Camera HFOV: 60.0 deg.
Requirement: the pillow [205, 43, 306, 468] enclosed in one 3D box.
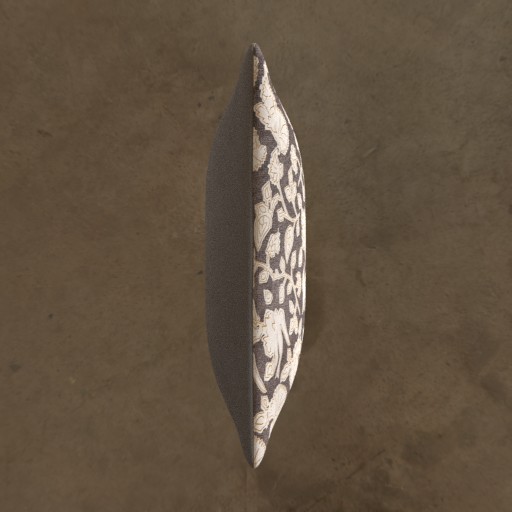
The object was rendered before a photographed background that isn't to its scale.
[{"bbox_3d":[0.000,0.000,0.793,0.166,0.507,0.526,0,91,-1],"label":"pillow"}]
